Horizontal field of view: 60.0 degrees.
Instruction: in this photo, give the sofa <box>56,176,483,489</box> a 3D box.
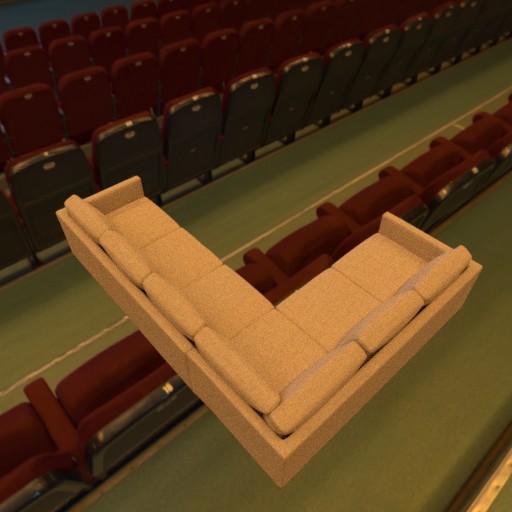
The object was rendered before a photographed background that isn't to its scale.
[{"bbox_3d":[0.000,0.000,4.243,2.432,0.863,3.182,-33,54,-28],"label":"sofa"}]
